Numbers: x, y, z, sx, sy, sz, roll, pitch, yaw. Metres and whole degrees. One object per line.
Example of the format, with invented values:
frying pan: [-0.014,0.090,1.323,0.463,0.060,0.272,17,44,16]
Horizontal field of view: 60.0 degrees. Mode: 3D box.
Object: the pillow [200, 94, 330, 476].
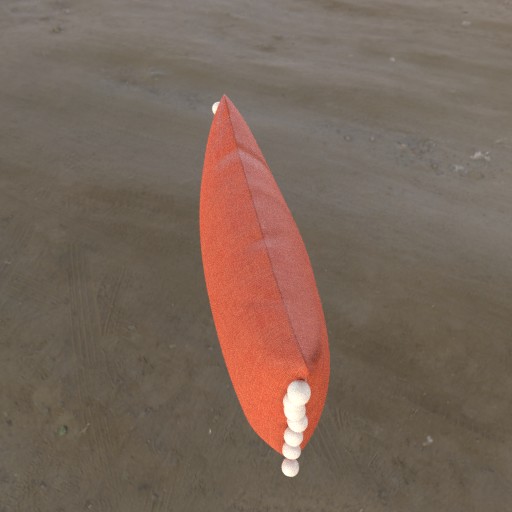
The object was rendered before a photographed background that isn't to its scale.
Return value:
pillow: [0.000,0.000,0.842,0.201,0.322,0.709,-8,48,-8]
